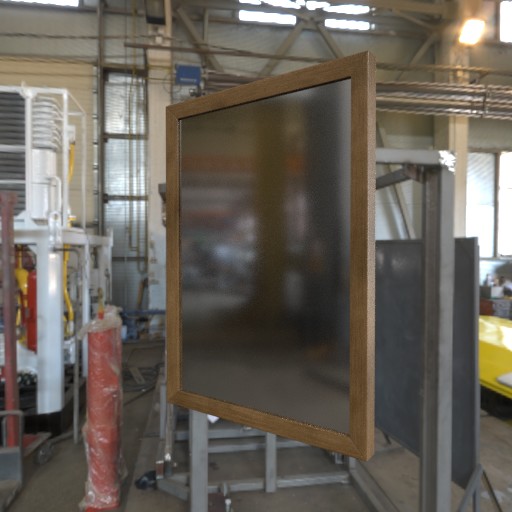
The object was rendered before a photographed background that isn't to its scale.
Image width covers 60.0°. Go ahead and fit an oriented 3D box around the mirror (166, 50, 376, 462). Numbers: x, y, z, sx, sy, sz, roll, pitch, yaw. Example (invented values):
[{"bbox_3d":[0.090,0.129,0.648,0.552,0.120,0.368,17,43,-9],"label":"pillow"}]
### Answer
[{"bbox_3d":[0.000,0.000,0.930,0.507,0.710,0.040,1,1,36],"label":"mirror"}]
